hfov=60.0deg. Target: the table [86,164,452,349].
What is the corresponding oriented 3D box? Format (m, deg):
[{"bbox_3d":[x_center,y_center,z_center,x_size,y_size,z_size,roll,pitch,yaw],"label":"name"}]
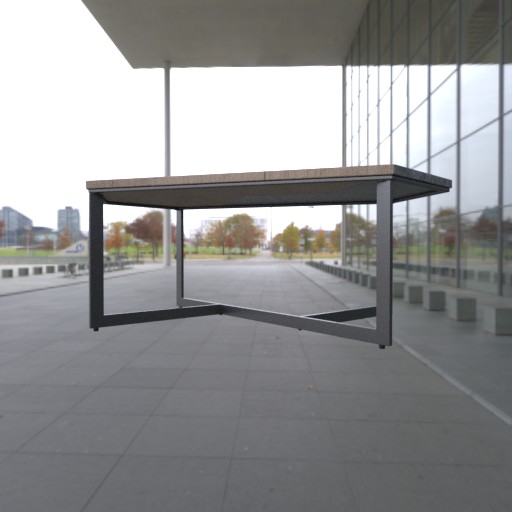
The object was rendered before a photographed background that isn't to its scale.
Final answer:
[{"bbox_3d":[0.000,0.000,1.498,1.219,0.457,0.609,0,1,17],"label":"table"}]
